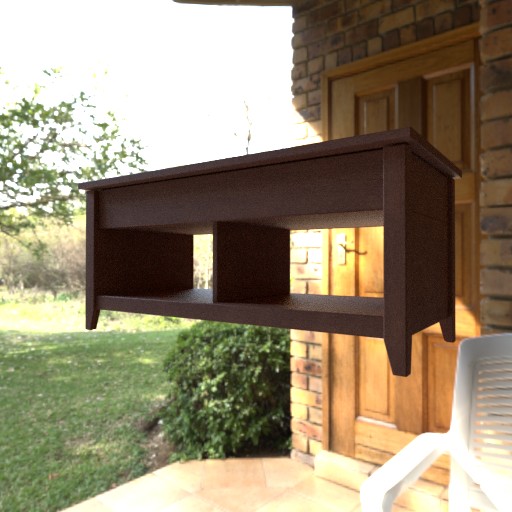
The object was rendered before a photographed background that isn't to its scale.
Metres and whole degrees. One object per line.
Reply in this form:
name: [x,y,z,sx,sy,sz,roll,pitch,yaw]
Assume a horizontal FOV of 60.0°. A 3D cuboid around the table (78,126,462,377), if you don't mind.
table: [0.000,0.000,1.283,1.016,0.457,0.483,0,-1,35]
